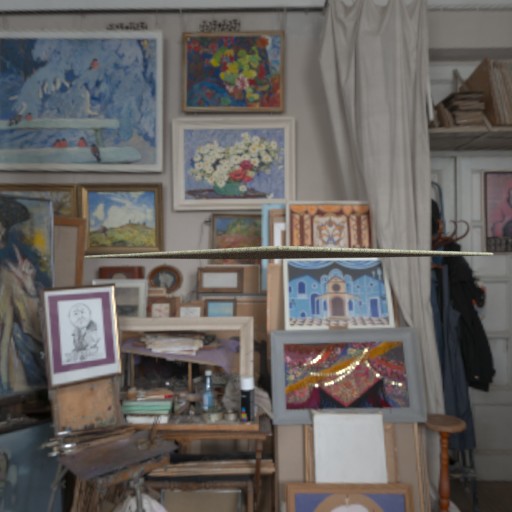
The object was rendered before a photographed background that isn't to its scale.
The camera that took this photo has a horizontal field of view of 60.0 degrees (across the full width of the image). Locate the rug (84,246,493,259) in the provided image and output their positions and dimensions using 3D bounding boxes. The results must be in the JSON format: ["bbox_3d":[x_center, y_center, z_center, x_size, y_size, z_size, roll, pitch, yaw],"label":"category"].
[{"bbox_3d":[0.000,0.000,2.320,1.243,0.014,1.846,1,-1,-37],"label":"rug"}]
